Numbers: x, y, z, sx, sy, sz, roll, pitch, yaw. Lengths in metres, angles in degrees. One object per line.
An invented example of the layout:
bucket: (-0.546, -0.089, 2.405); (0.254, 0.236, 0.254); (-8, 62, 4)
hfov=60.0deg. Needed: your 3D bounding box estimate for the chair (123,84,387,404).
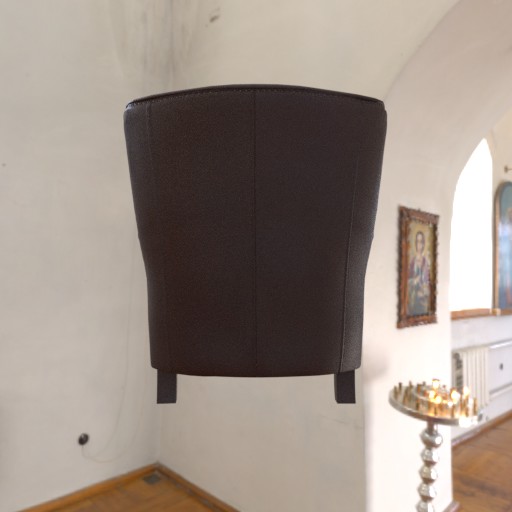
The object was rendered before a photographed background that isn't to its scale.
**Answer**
chair: (0.000, 0.000, 1.379); (0.700, 0.800, 0.746); (0, -1, 0)
